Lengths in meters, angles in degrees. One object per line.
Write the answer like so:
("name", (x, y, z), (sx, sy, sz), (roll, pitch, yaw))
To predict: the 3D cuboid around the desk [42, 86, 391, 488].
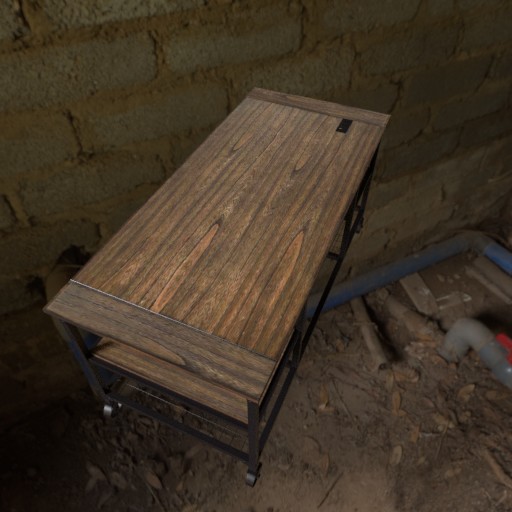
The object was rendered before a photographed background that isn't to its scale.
("desk", (0.000, 0.000, 1.990), (0.711, 0.751, 1.590), (18, 50, 16))
